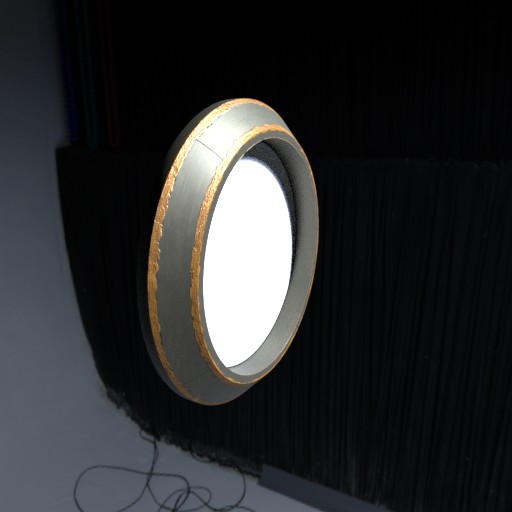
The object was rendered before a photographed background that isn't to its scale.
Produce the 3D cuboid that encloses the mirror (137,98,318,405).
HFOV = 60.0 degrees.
[{"bbox_3d":[0.000,0.000,1.352,0.111,0.907,0.907,8,17,28],"label":"mirror"}]
